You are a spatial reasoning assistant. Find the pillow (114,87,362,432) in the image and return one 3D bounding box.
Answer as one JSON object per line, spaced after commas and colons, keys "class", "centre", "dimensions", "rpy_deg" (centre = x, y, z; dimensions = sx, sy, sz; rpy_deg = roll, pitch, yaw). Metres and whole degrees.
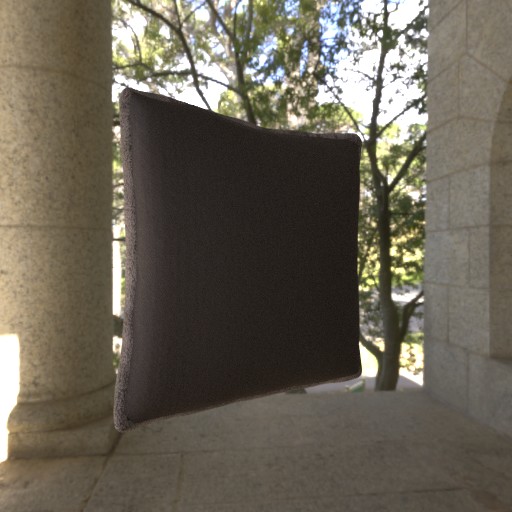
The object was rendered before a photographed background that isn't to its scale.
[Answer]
{"class": "pillow", "centre": [0.000, 0.000, 0.802], "dimensions": [0.522, 0.520, 0.204], "rpy_deg": [0, -1, -36]}
